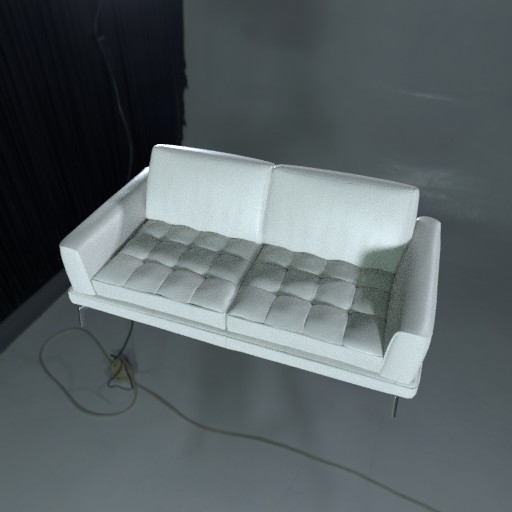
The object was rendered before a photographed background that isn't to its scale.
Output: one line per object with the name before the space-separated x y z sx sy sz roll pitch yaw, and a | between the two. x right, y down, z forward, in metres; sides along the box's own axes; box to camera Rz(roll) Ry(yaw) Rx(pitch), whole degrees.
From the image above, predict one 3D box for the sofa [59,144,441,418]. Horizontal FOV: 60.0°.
sofa | 0.000 0.000 2.792 2.177 0.930 1.121 13 41 15
